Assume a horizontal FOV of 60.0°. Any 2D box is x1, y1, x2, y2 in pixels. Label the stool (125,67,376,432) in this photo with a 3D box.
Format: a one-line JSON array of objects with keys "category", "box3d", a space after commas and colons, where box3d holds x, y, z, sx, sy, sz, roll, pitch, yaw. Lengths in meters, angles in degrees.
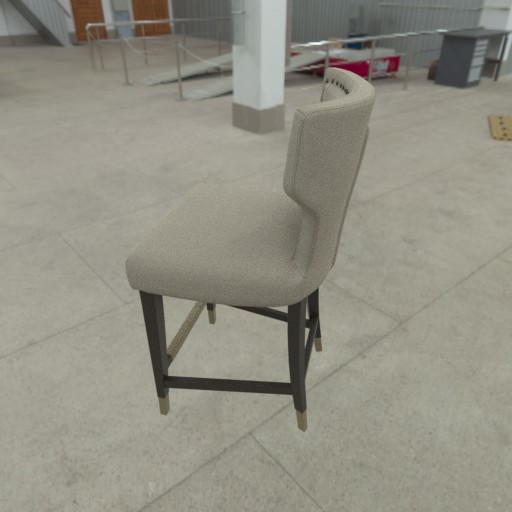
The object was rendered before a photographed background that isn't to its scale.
[{"category": "stool", "box3d": [0.000, 0.000, 1.311, 0.563, 0.982, 0.527, 8, 32, 13]}]
